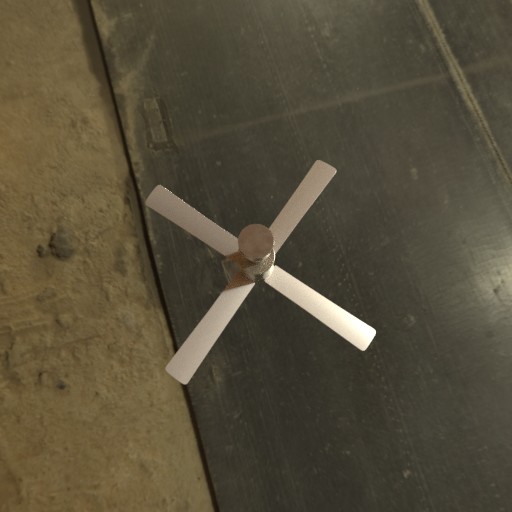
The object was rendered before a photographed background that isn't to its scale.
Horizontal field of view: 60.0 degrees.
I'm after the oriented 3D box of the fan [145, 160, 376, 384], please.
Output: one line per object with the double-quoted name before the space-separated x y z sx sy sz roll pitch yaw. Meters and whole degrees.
"fan" 0.000 0.000 2.357 1.525 0.539 1.525 34 78 9
